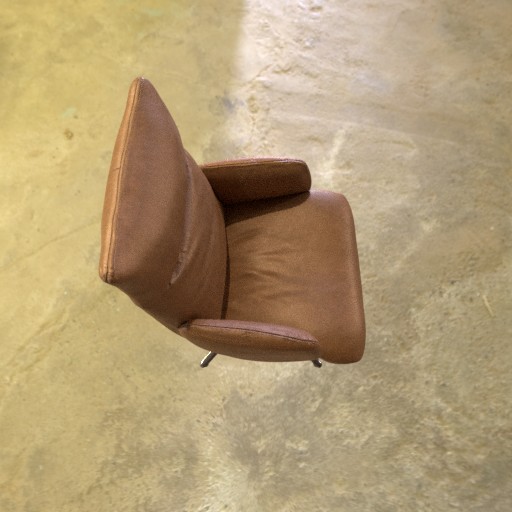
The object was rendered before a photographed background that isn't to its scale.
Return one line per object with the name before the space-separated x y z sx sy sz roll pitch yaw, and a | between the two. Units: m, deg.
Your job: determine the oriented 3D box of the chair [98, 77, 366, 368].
chair | 0.000 0.000 1.538 0.794 1.027 0.711 0 64 0
